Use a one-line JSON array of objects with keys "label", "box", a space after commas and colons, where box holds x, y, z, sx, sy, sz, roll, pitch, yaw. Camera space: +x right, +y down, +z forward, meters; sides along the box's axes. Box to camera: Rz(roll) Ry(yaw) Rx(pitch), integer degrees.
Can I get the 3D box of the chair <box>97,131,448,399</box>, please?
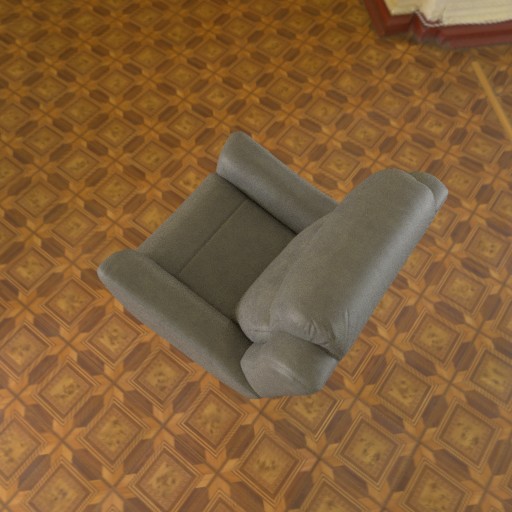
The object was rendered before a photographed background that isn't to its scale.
[{"label": "chair", "box": [0.000, 0.000, 1.910, 1.068, 1.116, 0.965, 33, 67, 16]}]
